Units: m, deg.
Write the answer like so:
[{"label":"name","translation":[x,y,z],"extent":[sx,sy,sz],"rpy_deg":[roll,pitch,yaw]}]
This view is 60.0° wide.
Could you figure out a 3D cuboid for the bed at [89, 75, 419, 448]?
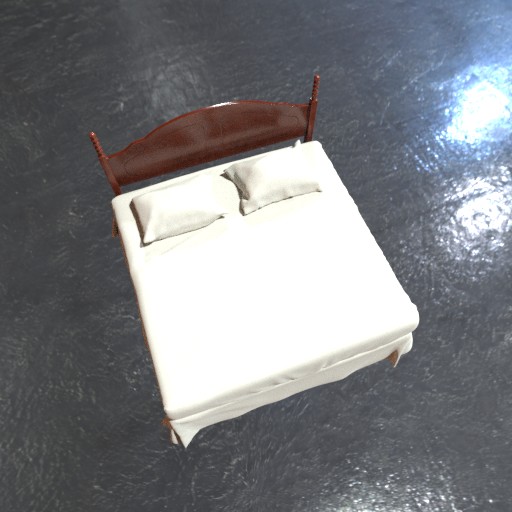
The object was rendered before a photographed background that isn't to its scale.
[{"label":"bed","translation":[0.000,0.000,3.612],"extent":[2.322,1.355,2.219],"rpy_deg":[-18,63,-9]}]
